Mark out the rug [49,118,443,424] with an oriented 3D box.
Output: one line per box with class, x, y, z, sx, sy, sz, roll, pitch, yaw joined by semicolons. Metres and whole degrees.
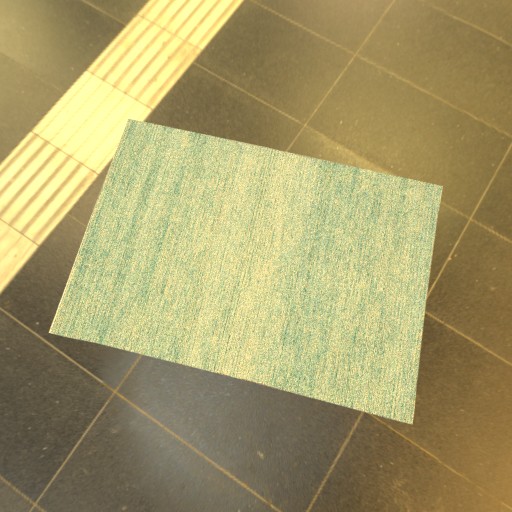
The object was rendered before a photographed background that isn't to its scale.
rug;0.000;0.000;2.924;2.305;0.029;1.593;13;74;4
